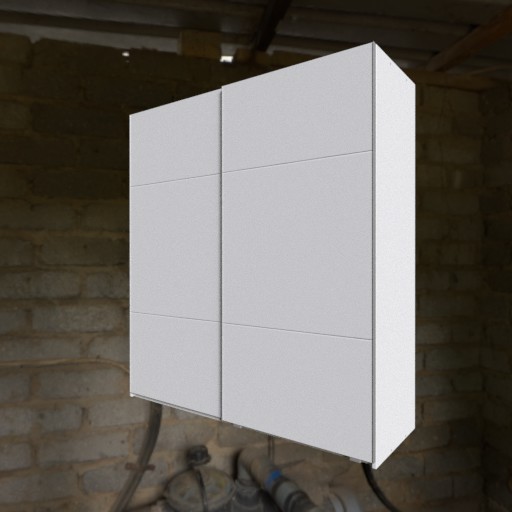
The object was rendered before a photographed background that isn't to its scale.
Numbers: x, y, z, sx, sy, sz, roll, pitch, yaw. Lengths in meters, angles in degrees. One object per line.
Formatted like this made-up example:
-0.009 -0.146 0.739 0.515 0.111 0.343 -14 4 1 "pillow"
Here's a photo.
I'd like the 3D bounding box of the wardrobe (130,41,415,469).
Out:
0.000 0.000 2.789 1.780 1.960 0.629 0 0 36 "wardrobe"
